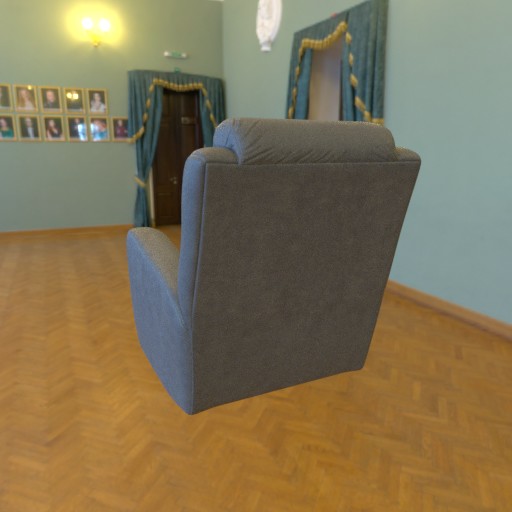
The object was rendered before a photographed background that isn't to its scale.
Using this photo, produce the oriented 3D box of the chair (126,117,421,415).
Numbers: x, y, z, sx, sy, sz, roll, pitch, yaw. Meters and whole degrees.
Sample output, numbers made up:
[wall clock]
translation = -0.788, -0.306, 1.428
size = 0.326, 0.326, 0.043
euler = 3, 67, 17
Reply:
[chair]
translation = 0.000, 0.000, 1.976
size = 0.967, 1.116, 1.068
euler = -7, 15, -26
